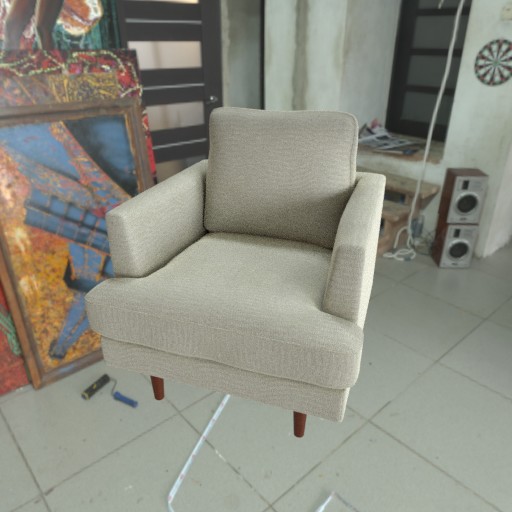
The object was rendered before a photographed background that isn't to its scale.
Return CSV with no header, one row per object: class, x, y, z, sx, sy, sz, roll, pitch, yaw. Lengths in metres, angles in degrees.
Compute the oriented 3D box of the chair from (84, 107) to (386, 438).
chair,0.000,0.000,1.619,0.858,0.957,0.899,8,27,17
